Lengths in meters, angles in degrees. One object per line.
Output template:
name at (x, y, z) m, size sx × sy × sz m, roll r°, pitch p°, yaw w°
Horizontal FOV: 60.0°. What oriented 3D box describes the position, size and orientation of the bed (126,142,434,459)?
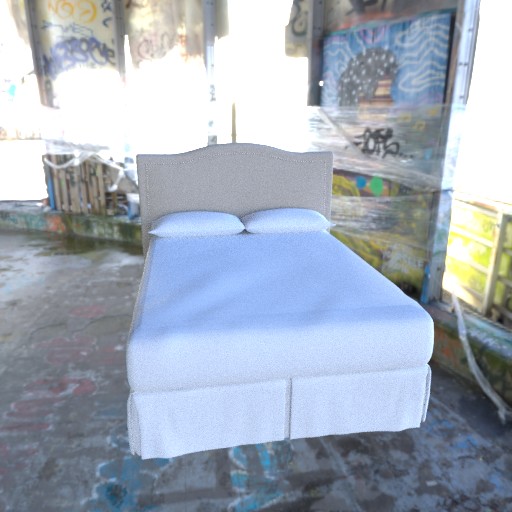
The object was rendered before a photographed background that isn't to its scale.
bed at (0.000, 0.000, 3.025) m, size 1.678 × 1.398 × 2.052 m, roll -3°, pitch 18°, yaw -9°
